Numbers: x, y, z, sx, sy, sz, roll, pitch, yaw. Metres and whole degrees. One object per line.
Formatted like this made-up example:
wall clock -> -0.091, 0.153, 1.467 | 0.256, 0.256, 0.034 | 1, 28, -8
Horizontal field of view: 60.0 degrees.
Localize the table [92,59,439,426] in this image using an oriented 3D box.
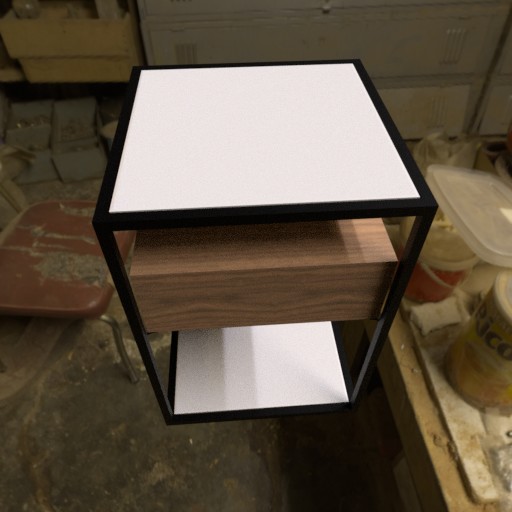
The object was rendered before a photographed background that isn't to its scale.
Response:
table -> 0.000, 0.000, 0.806 | 0.378, 0.540, 0.378 | -3, 47, -3
